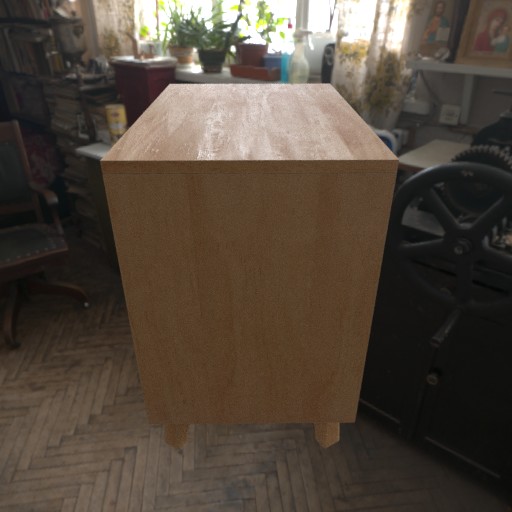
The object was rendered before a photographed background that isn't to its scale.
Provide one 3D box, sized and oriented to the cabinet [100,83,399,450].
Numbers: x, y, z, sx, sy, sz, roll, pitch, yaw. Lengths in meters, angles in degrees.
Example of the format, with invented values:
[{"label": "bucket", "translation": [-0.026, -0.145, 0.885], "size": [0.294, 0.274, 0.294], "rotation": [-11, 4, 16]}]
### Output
[{"label": "cabinet", "translation": [0.000, 0.000, 0.939], "size": [0.394, 0.599, 0.551], "rotation": [0, 30, -1]}]
